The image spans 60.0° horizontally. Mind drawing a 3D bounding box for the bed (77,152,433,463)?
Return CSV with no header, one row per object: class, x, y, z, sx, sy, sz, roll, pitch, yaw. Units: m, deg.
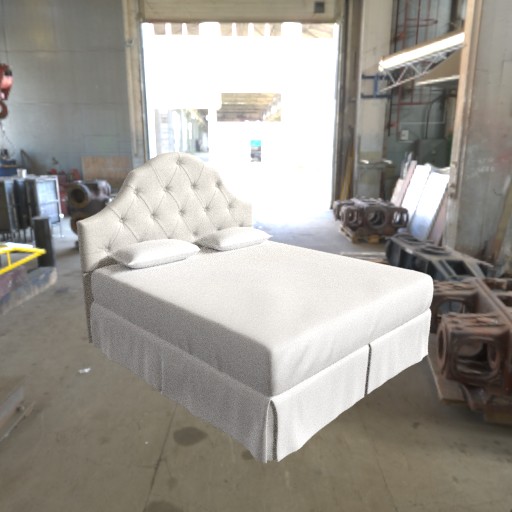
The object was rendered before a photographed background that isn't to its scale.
bed,0.000,0.000,3.590,2.008,1.615,2.214,-14,20,-43
